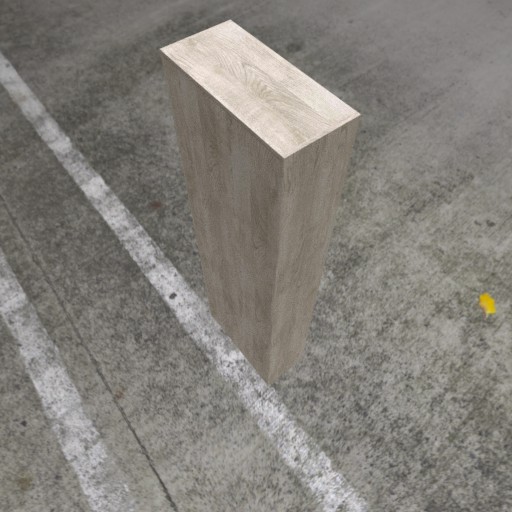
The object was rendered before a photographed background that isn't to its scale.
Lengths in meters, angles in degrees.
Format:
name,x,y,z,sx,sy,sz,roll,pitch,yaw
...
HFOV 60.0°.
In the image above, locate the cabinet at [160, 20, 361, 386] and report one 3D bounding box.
name,x,y,z,sx,sy,sz,roll,pitch,yaw
cabinet,0.000,0.000,1.797,0.250,1.630,0.520,-33,63,-20
